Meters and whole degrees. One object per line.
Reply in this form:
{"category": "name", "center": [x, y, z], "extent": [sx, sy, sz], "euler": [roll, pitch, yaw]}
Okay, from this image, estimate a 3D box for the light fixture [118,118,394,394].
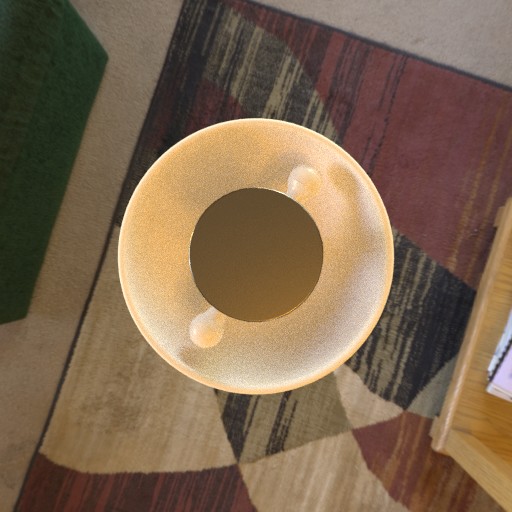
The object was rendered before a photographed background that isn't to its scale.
{"category": "light fixture", "center": [0.000, 0.000, 0.546], "extent": [0.330, 0.214, 0.330], "euler": [0, 89, 0]}
